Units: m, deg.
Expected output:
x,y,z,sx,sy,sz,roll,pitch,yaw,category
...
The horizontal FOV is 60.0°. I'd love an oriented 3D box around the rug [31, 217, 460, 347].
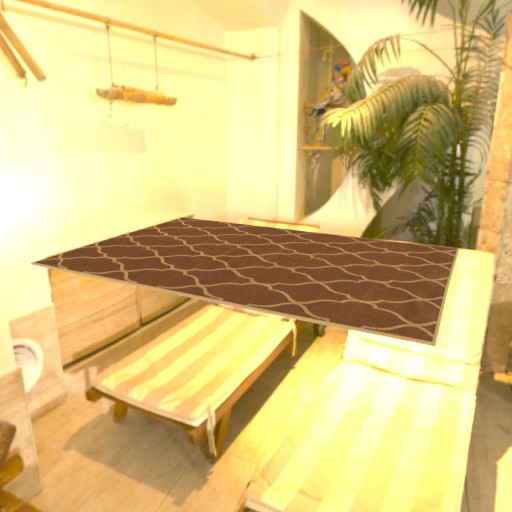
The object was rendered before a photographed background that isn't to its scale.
x,y,z,sx,sy,sz,roll,pitch,yaw,category
0.000,0.000,2.816,2.290,0.014,1.526,8,19,26,rug
